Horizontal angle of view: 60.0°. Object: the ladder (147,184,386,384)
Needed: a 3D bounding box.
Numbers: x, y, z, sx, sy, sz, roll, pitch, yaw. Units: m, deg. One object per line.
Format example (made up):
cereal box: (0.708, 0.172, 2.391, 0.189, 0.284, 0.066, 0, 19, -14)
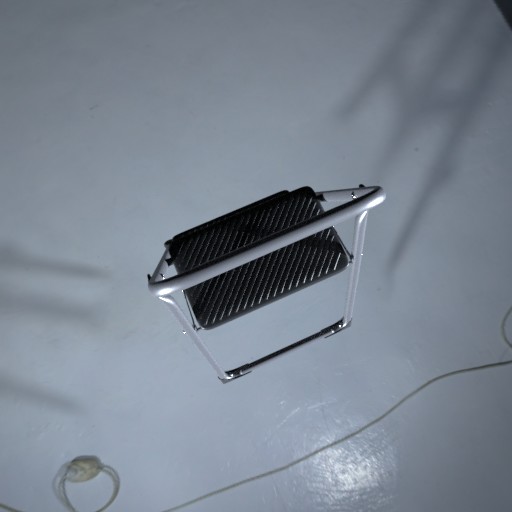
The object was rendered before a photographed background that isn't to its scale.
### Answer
ladder: (0.000, 0.000, 1.009, 0.430, 0.720, 0.472, -23, 78, -5)
